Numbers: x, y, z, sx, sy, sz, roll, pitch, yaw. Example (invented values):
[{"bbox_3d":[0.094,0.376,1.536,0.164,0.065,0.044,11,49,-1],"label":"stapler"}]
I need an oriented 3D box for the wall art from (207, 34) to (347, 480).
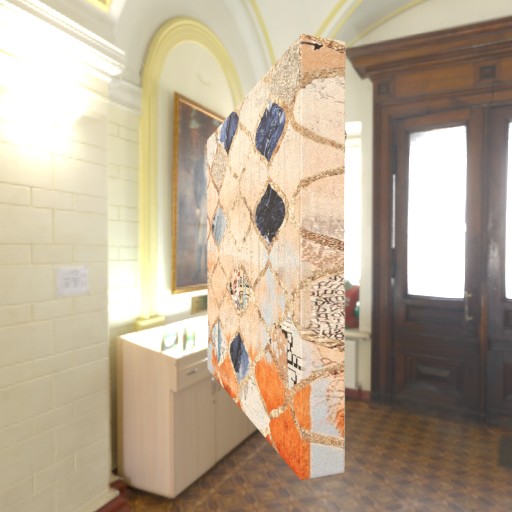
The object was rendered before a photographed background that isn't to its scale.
[{"bbox_3d":[0.000,0.000,0.449,0.036,0.304,0.303,0,1,-18],"label":"wall art"}]
